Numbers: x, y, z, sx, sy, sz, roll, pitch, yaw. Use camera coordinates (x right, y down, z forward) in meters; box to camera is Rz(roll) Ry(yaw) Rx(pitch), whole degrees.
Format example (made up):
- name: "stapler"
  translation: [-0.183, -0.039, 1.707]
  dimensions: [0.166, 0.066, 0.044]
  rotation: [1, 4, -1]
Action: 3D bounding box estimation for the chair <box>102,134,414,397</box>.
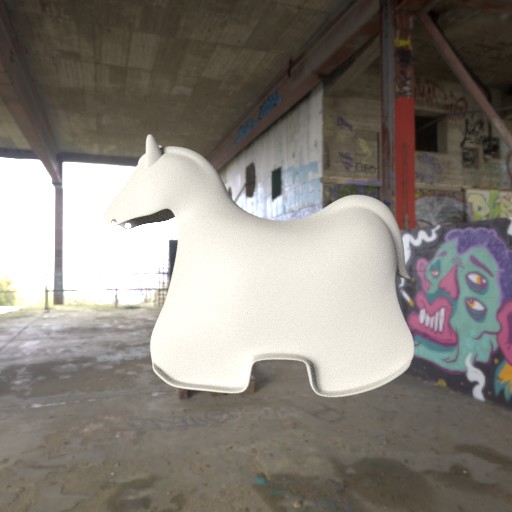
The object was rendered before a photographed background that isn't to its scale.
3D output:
- name: "chair"
  translation: [0.000, 0.000, 1.158]
  dimensions: [0.800, 0.612, 0.429]
  rotation: [0, -1, 1]
